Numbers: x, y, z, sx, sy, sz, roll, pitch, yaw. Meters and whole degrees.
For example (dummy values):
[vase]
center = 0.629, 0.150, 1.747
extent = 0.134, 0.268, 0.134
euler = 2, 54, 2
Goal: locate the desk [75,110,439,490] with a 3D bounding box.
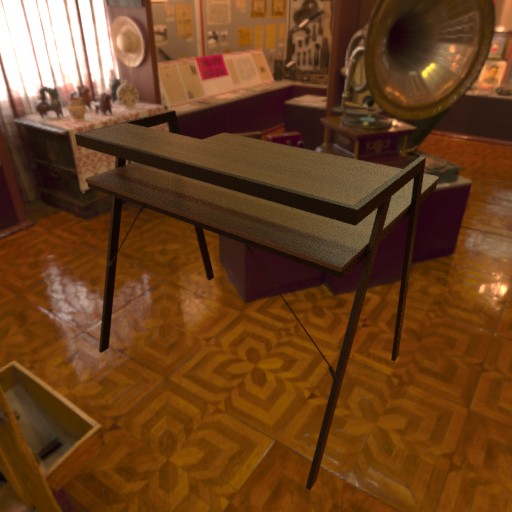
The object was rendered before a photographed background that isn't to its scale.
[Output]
[desk]
center = 0.000, 0.000, 1.862
extent = 1.143, 0.998, 0.936
euler = 20, 36, 31
